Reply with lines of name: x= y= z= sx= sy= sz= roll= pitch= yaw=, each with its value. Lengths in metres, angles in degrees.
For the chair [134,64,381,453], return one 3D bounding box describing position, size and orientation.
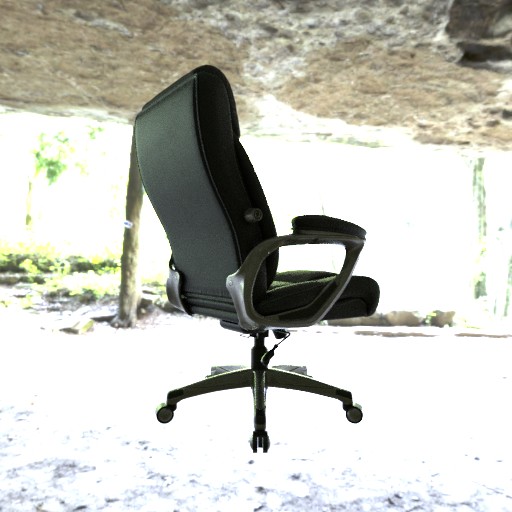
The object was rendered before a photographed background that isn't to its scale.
chair: x=0.000 y=0.000 z=1.675 sx=0.784 sy=1.167 sz=0.741 roll=0 pitch=0 yaw=-36
